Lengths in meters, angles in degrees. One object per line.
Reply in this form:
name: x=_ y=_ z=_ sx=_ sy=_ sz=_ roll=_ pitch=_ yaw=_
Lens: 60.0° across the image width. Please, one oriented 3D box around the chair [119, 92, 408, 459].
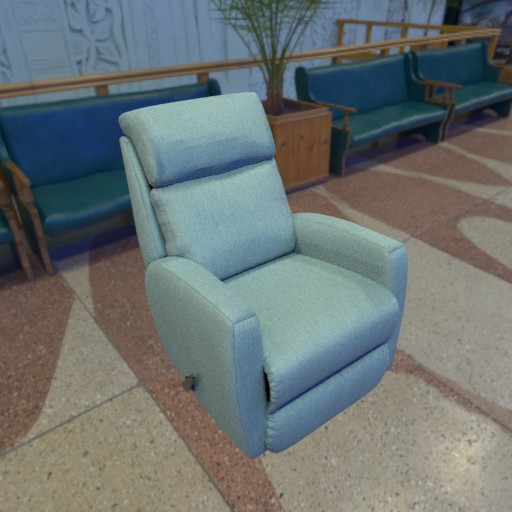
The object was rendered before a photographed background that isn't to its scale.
chair: x=0.000 y=0.000 z=1.671 sx=0.812 sy=1.013 sz=0.940 roll=-21 pitch=37 yaw=-31
